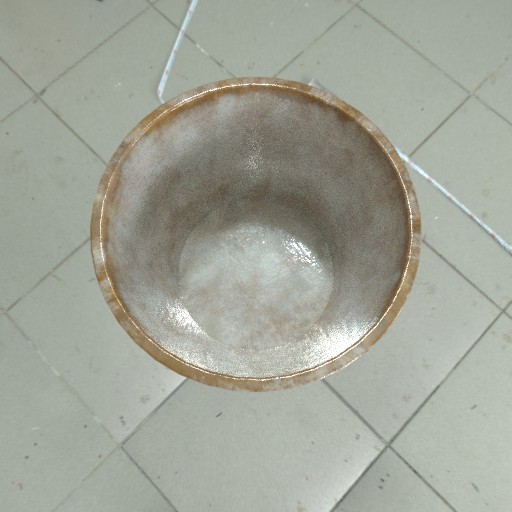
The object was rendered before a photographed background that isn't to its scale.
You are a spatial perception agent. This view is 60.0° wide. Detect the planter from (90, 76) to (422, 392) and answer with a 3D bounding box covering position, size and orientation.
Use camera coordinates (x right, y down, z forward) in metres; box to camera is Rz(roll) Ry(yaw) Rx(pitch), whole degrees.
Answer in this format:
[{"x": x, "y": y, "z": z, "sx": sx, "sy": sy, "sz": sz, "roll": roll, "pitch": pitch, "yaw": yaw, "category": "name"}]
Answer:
[{"x": 0.000, "y": 0.000, "z": 0.447, "sx": 0.255, "sy": 0.223, "sz": 0.255, "roll": 0, "pitch": 75, "yaw": 0, "category": "planter"}]
